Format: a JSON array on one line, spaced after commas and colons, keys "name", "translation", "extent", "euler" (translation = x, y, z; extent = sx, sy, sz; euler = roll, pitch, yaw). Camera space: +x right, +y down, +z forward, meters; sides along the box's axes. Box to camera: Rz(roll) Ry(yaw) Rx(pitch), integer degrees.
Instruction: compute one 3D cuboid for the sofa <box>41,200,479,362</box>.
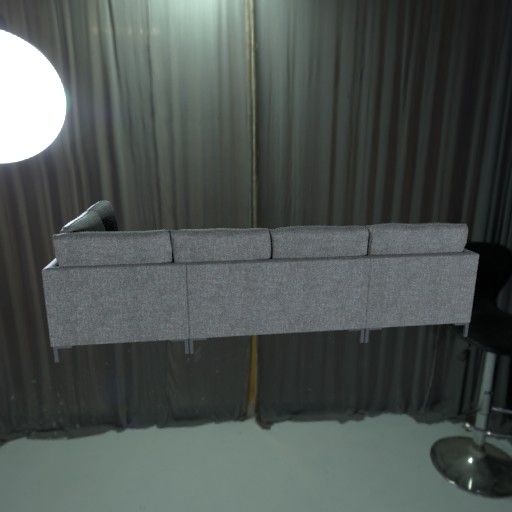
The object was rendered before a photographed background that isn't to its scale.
[{"name": "sofa", "translation": [0.000, 0.000, 4.380], "extent": [3.423, 0.999, 2.048], "euler": [-2, 15, -7]}]
